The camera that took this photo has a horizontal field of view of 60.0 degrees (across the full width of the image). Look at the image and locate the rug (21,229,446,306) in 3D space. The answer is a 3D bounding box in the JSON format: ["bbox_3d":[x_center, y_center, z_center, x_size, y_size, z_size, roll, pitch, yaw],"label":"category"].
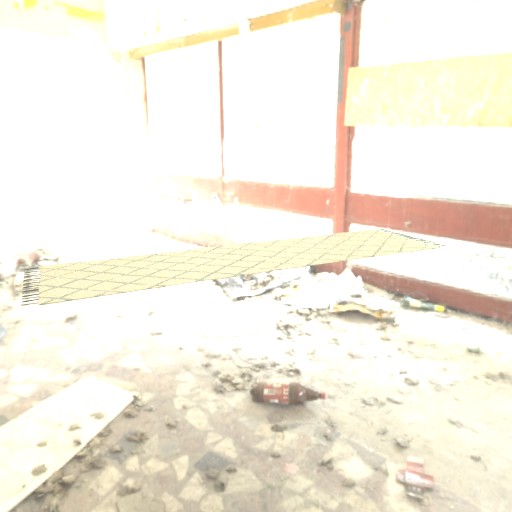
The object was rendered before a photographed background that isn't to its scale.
[{"bbox_3d":[0.000,0.000,2.524,2.372,0.008,0.620,-7,17,-25],"label":"rug"}]
